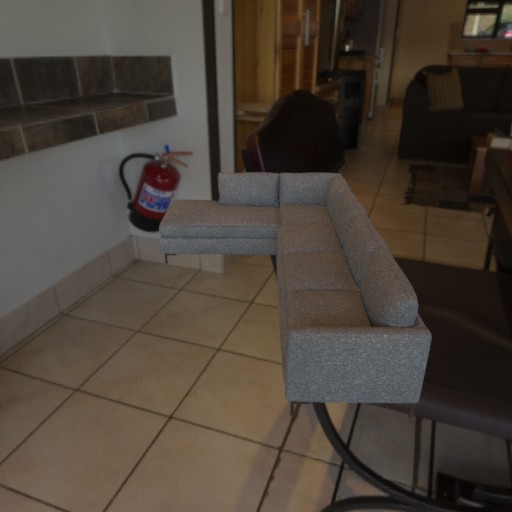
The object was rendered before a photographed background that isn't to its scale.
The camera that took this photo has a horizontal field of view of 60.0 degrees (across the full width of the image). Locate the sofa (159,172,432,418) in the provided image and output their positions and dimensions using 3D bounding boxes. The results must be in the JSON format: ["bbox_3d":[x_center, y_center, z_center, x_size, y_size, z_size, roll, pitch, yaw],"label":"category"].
[{"bbox_3d":[0.000,0.000,3.837,2.007,0.815,2.949,0,25,1],"label":"sofa"}]
